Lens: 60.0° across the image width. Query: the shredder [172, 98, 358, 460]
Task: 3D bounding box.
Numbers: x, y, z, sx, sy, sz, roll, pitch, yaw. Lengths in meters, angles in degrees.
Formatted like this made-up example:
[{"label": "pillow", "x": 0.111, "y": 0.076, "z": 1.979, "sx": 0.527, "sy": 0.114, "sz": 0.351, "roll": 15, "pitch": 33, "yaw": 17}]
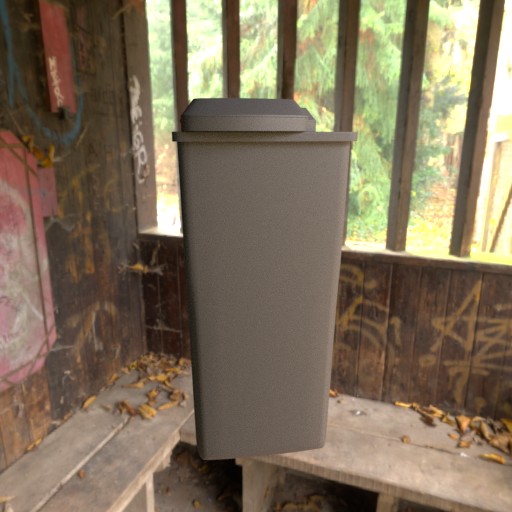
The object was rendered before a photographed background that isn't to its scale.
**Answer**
[{"label": "shredder", "x": 0.000, "y": 0.000, "z": 0.515, "sx": 0.170, "sy": 0.335, "sz": 0.320, "roll": -2, "pitch": 15, "yaw": -8}]
